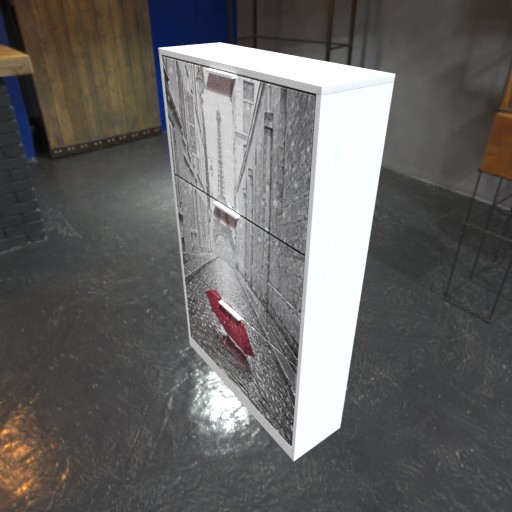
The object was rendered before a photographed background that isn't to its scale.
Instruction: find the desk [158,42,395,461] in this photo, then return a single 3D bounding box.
[{"bbox_3d":[0.000,0.000,1.561,0.250,1.280,0.750,-22,38,-31],"label":"desk"}]
